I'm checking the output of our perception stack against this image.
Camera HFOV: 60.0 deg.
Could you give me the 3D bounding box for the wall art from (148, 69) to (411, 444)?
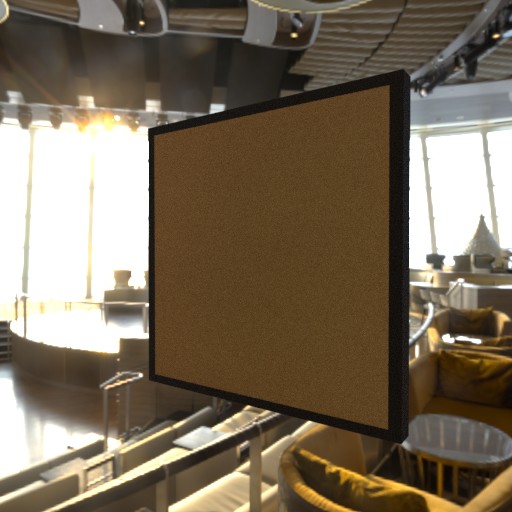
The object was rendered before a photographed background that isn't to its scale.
[{"bbox_3d":[0.000,0.000,0.759,0.508,0.507,0.033,1,1,35],"label":"wall art"}]
